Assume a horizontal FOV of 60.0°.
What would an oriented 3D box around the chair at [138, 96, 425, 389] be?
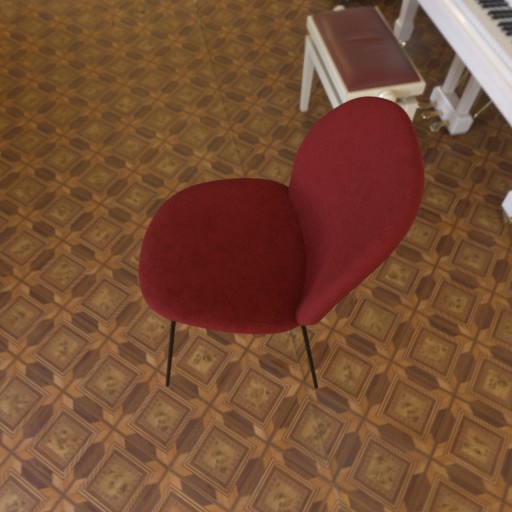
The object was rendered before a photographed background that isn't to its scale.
[{"bbox_3d":[0.000,0.000,1.121,0.587,0.791,0.458,0,58,0],"label":"chair"}]
